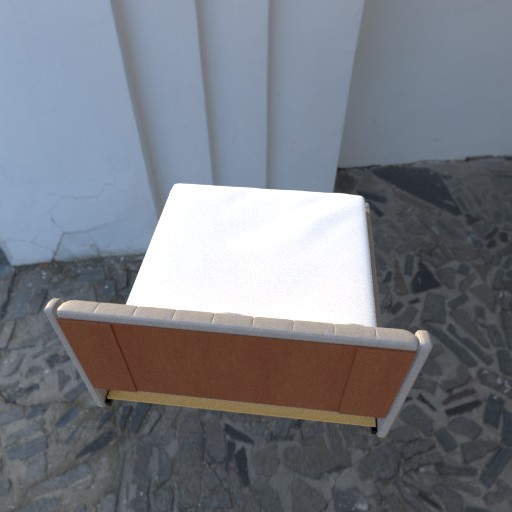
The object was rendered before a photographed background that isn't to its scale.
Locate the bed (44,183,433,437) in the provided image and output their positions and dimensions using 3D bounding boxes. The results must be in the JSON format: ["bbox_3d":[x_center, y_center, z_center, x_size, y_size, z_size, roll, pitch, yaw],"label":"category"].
[{"bbox_3d":[0.000,0.000,3.553,2.062,1.289,2.342,5,46,4],"label":"bed"}]
